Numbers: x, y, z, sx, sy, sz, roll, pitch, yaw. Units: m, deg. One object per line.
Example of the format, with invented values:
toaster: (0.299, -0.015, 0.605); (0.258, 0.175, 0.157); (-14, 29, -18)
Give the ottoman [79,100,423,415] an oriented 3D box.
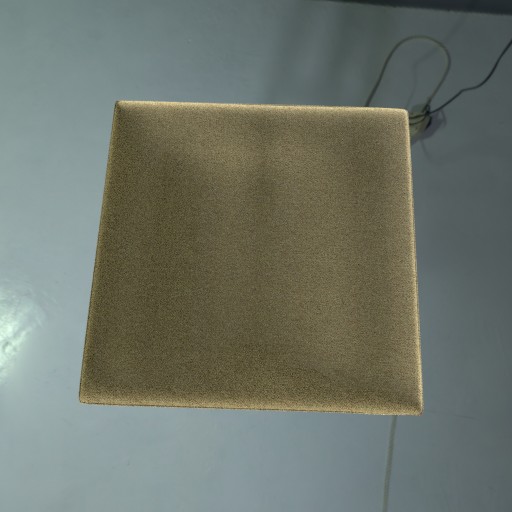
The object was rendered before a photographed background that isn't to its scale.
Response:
ottoman: (0.000, 0.000, 1.498); (0.981, 0.378, 0.970); (2, 76, 0)
